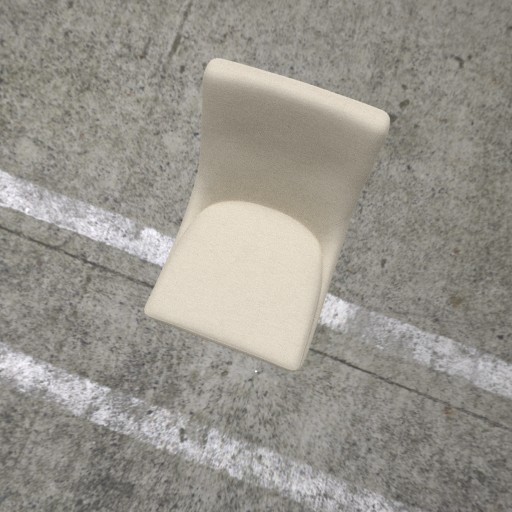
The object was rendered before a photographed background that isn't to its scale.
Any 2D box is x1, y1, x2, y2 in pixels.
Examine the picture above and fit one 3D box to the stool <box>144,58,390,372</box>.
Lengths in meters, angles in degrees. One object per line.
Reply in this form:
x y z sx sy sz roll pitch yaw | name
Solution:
0.000 0.000 1.346 0.470 0.981 0.577 20 76 5 | stool
